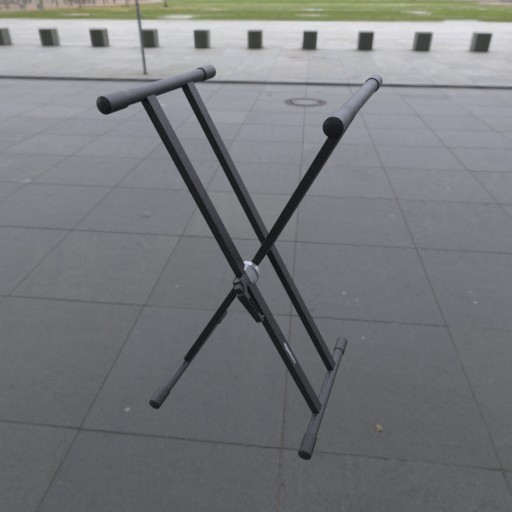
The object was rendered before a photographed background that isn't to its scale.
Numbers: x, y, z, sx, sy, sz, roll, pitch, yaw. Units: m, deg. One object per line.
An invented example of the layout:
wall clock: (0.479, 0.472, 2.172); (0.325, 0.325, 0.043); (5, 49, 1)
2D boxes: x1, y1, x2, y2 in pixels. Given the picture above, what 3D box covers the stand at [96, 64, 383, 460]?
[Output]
stand: (0.000, 0.000, 1.226); (0.503, 0.900, 0.495); (11, 33, 18)
